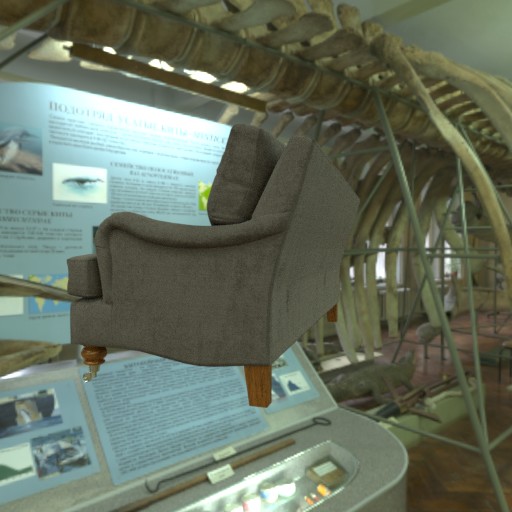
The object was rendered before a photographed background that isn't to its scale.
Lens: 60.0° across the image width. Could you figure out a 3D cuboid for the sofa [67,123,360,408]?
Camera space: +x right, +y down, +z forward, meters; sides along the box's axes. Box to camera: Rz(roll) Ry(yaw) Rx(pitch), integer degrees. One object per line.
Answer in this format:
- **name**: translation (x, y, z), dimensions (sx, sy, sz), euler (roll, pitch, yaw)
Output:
- **sofa**: translation (0.000, 0.000, 2.717), dimensions (1.086, 1.087, 2.165), euler (0, 1, 18)
